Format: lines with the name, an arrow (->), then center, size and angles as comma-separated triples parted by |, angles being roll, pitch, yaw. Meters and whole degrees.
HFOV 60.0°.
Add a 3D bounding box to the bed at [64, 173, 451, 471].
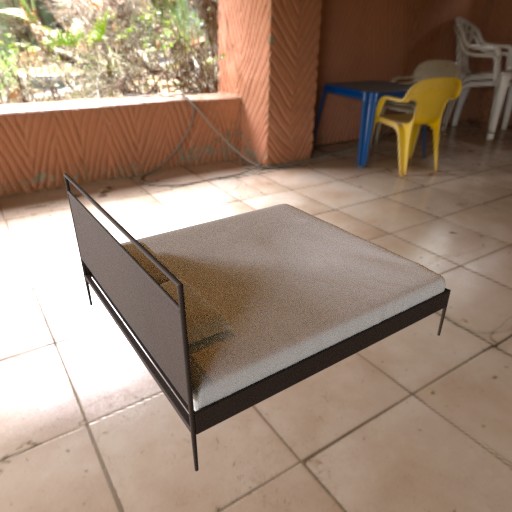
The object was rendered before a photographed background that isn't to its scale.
bed -> 0.000, 0.000, 3.401 | 2.151, 1.173, 1.993 | -17, 32, -30
